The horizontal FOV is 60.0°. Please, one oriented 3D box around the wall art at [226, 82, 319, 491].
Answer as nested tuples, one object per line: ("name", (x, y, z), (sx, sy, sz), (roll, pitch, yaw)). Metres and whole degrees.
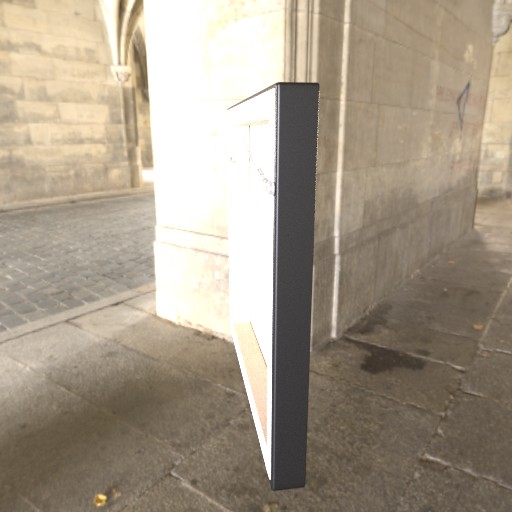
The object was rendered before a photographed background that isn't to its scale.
("wall art", (0.000, 0.000, 0.608), (0.041, 0.407, 0.406), (-3, 16, -9))
